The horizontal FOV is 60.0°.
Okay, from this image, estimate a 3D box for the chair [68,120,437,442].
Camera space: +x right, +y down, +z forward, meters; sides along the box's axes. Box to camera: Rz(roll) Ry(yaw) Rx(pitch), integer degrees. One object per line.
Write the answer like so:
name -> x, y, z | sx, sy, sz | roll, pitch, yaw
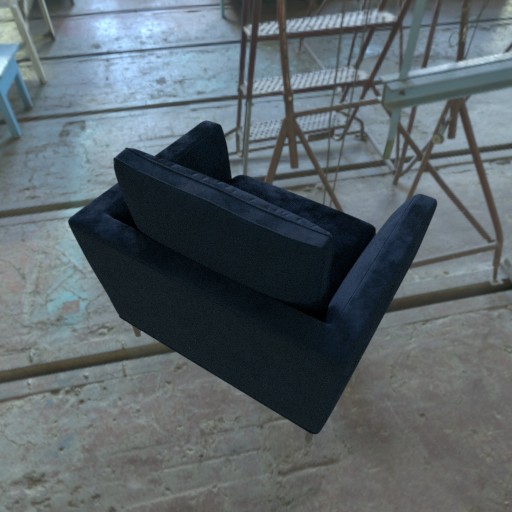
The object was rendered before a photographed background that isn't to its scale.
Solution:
chair -> 0.000, 0.000, 1.594 | 0.977, 0.893, 0.746 | 25, 52, 22
